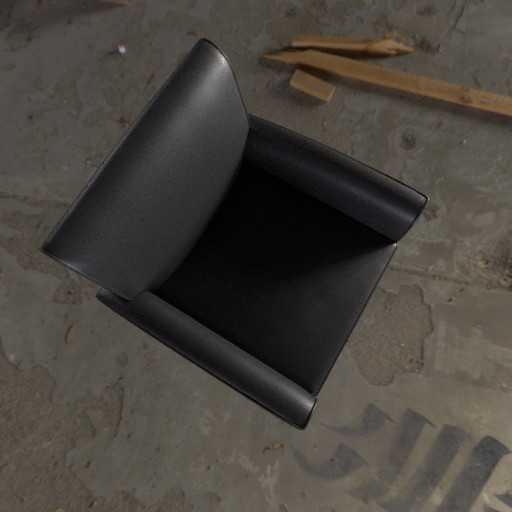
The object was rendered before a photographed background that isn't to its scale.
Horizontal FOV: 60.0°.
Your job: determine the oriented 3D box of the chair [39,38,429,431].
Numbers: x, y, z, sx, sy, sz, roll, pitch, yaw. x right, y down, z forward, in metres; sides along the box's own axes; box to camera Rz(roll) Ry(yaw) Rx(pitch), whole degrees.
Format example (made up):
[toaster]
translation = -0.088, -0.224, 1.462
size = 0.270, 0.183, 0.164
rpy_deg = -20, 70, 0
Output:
[chair]
translation = 0.000, 0.000, 1.533
size = 0.819, 0.916, 0.820
rpy_deg = 30, 77, 8
